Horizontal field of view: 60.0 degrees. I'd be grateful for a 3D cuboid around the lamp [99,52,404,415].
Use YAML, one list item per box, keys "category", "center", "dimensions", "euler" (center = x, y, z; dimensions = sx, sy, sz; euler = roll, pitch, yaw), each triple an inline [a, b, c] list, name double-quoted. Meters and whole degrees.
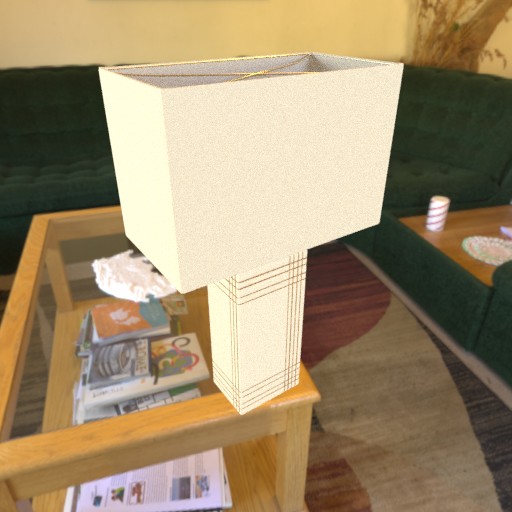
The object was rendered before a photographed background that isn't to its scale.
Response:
- category: "lamp"
  center: [0.000, 0.000, 0.681]
  dimensions: [0.334, 0.543, 0.182]
  euler: [-19, 35, -29]
